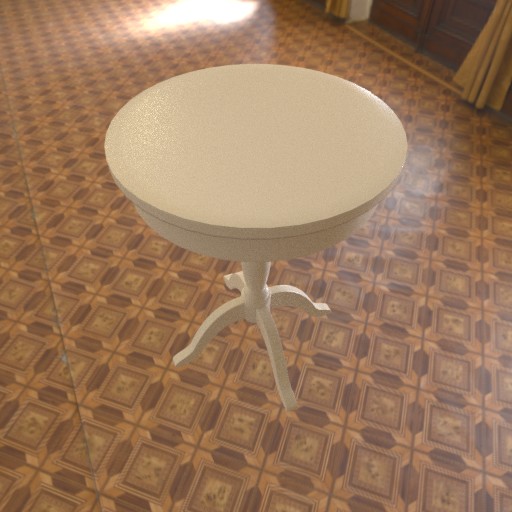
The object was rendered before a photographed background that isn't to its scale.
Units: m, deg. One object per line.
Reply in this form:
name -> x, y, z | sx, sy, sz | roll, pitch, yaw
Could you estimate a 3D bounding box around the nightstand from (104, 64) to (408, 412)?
nightstand -> 0.000, 0.000, 1.006 | 0.513, 0.653, 0.513 | -10, 47, -9
